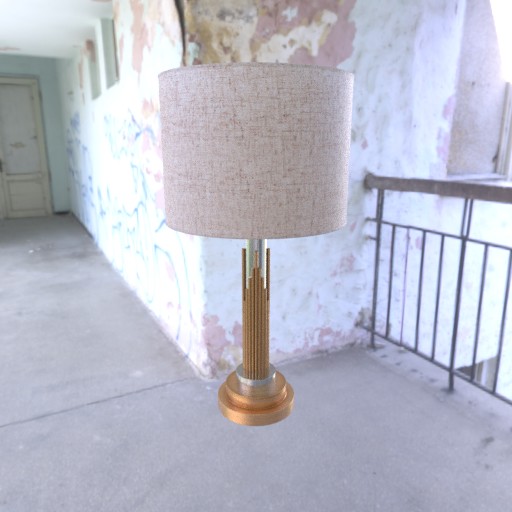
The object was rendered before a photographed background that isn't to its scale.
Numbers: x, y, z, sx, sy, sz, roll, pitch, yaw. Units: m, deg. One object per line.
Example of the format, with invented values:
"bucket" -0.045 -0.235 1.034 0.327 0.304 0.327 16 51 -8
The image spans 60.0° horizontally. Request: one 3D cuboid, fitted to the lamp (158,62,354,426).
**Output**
"lamp" 0.000 0.000 0.815 0.321 0.610 0.321 -7 16 -25
